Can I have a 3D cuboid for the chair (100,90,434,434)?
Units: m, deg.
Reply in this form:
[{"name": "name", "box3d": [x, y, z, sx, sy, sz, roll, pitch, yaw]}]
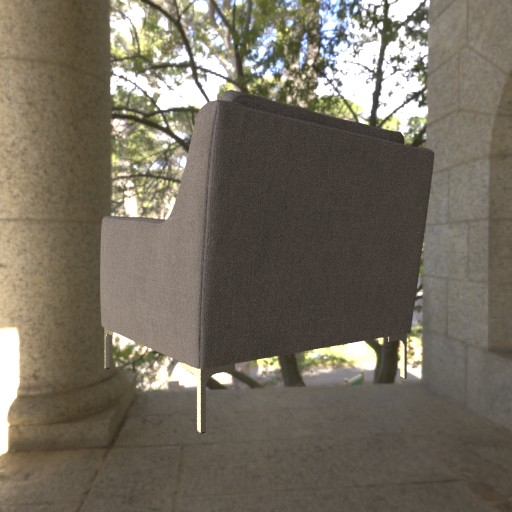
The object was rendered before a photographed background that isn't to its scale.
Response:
[{"name": "chair", "box3d": [0.000, 0.000, 1.531, 0.847, 0.828, 0.849, 0, 0, -36]}]
